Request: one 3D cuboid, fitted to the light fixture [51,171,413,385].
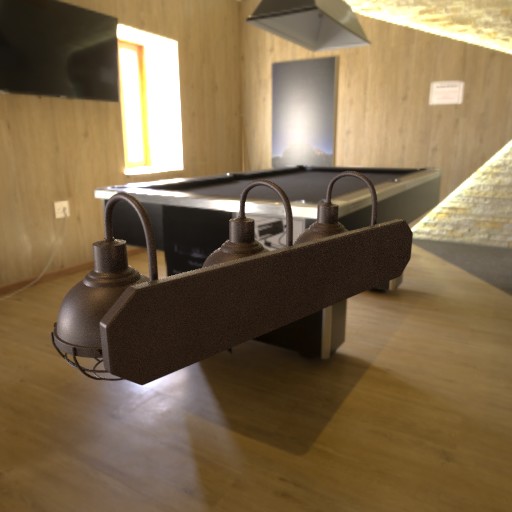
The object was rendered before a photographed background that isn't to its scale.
[{"bbox_3d":[0.000,0.000,0.736,0.634,0.254,0.229,-14,21,-42],"label":"light fixture"}]
